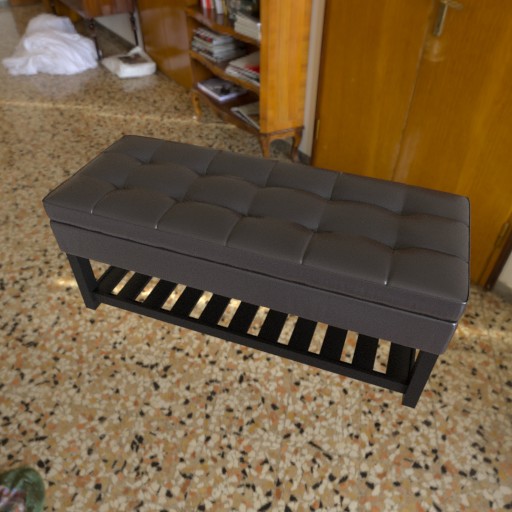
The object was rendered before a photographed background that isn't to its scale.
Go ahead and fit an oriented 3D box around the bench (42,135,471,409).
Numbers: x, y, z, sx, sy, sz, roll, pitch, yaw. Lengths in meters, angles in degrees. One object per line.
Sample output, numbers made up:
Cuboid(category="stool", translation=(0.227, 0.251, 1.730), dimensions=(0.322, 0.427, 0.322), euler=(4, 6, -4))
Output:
Cuboid(category="bench", translation=(0.000, 0.000, 1.346), dimensions=(1.105, 0.460, 0.432), euler=(14, 43, 15))
